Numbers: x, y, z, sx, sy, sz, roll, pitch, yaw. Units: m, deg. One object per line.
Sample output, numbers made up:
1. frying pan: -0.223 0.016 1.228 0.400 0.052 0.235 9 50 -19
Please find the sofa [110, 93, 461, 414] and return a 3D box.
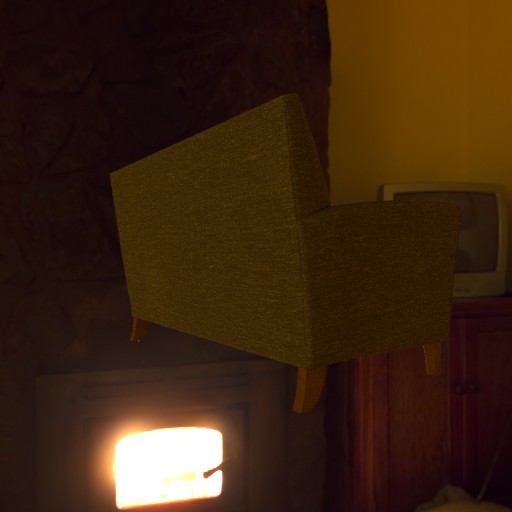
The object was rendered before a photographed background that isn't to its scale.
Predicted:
1. sofa: 0.000 0.000 2.020 0.867 0.905 1.509 0 0 -36
